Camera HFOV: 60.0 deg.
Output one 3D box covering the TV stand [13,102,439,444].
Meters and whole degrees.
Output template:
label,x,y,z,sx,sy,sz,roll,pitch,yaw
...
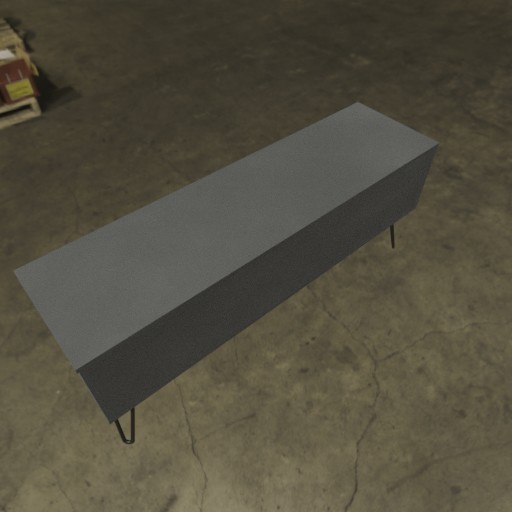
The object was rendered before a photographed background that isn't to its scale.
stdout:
label,x,y,z,sx,sy,sz,roll,pitch,yaw
TV stand,0.000,0.000,1.609,1.400,0.560,0.400,-32,55,-26
